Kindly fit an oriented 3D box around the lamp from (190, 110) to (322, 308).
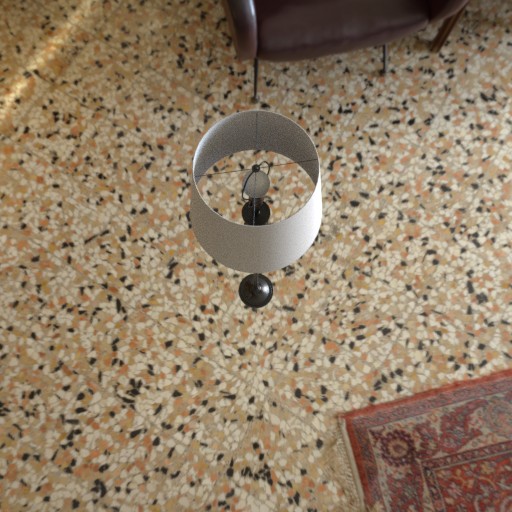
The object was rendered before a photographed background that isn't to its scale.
[{"bbox_3d":[0.000,0.000,1.791,0.379,1.623,0.379,0,75,0],"label":"lamp"}]
